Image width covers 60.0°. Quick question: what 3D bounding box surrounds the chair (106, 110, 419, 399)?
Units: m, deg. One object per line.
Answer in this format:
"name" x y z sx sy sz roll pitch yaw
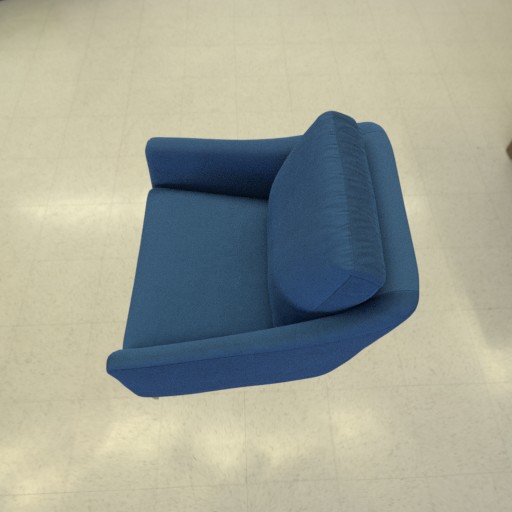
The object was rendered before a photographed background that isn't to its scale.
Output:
"chair" 0.000 0.000 1.715 0.961 0.899 0.987 0 59 0
